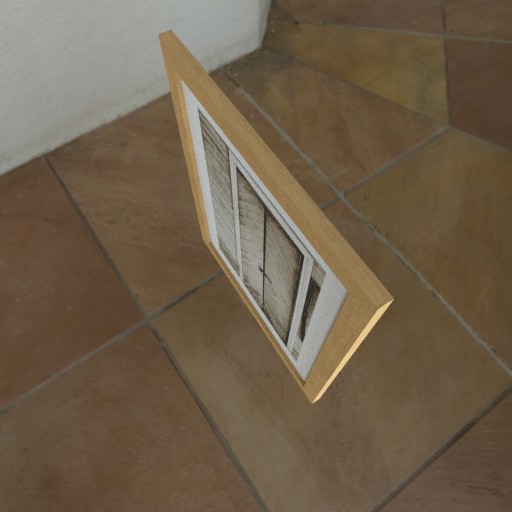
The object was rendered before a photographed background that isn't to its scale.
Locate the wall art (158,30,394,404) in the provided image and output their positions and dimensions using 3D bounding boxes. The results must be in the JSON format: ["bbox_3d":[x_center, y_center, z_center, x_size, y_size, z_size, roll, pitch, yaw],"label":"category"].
[{"bbox_3d":[0.000,0.000,0.756,0.020,0.561,0.460,-29,67,-14],"label":"wall art"}]
